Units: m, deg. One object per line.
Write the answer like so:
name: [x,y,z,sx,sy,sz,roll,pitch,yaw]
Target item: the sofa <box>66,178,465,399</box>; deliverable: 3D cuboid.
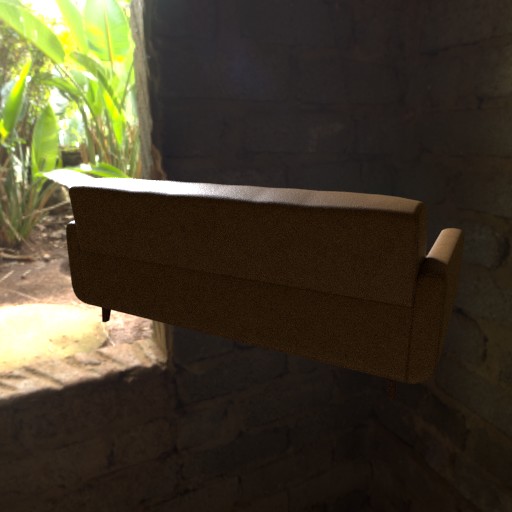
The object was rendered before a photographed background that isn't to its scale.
sofa: [0.000,0.000,2.586,2.137,0.892,0.980,8,18,27]
